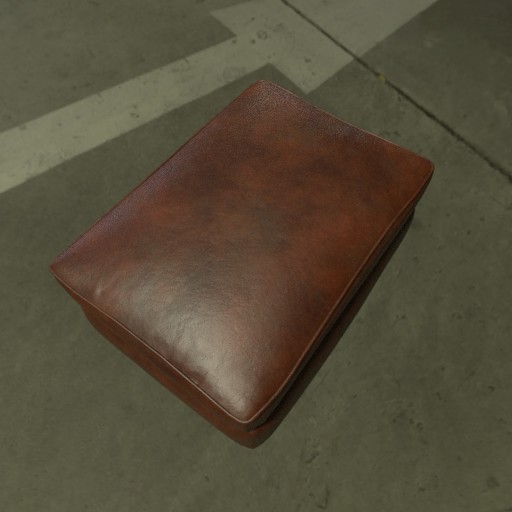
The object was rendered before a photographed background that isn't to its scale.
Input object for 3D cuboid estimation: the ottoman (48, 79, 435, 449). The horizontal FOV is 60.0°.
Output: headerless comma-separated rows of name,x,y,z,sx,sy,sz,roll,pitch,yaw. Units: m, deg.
ottoman,0.000,0.000,0.989,0.501,0.432,0.665,33,64,18
